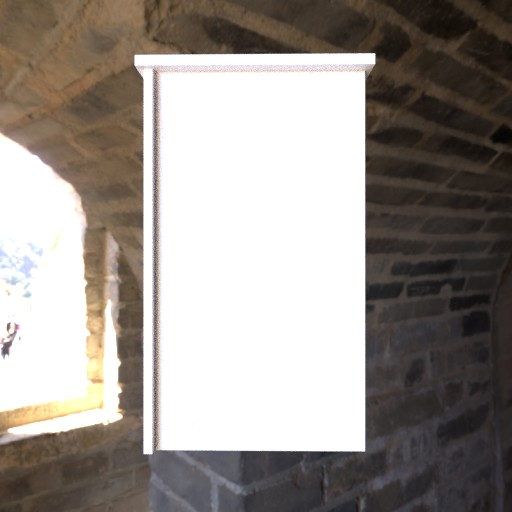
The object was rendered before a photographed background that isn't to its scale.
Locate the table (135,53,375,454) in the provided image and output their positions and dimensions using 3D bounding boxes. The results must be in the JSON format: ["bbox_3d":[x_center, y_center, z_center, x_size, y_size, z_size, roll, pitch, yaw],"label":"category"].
[{"bbox_3d":[0.000,0.000,0.937,0.381,0.635,0.480,0,0,1],"label":"table"}]
